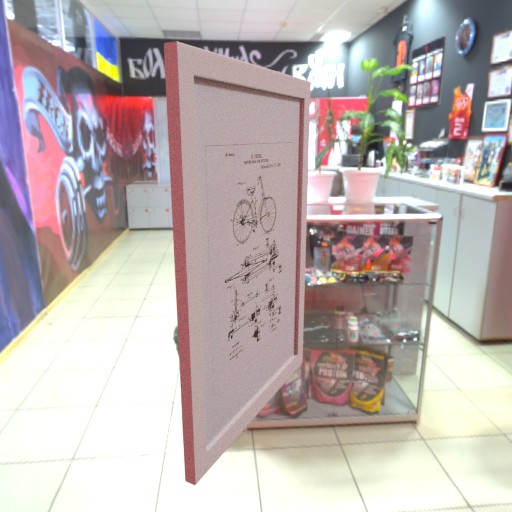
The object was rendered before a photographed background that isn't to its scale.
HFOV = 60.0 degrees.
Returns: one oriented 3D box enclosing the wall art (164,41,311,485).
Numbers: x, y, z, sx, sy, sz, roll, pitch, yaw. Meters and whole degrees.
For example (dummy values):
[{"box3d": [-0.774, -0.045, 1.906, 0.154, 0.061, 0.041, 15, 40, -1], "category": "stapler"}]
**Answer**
[{"box3d": [0.000, 0.000, 0.603, 0.015, 0.477, 0.332, 8, 17, 27], "category": "wall art"}]
